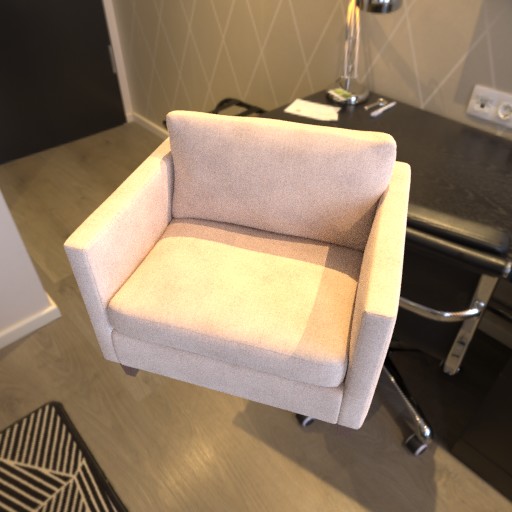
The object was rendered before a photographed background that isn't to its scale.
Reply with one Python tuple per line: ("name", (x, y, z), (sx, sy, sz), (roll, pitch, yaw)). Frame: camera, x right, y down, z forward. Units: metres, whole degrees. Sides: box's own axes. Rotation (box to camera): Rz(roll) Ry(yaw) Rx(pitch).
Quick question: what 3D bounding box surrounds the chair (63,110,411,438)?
("chair", (0.000, 0.000, 1.872), (1.133, 0.961, 0.959), (12, 43, 13))
